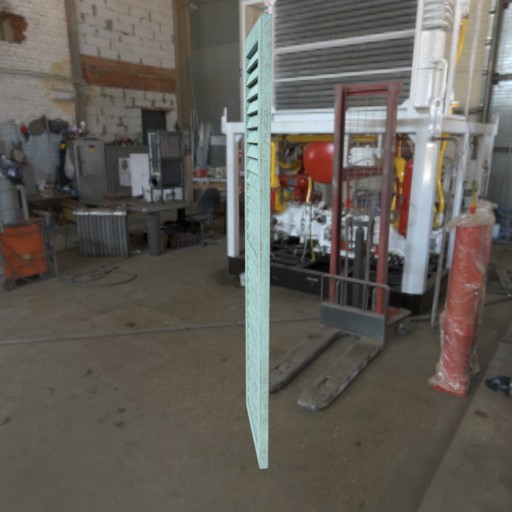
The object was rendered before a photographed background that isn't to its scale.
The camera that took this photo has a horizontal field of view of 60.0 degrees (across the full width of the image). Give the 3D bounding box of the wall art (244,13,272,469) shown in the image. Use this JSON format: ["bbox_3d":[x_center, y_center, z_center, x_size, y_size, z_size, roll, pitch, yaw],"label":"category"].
[{"bbox_3d":[0.000,0.000,1.314,0.025,1.219,0.329,-2,15,-8],"label":"wall art"}]
